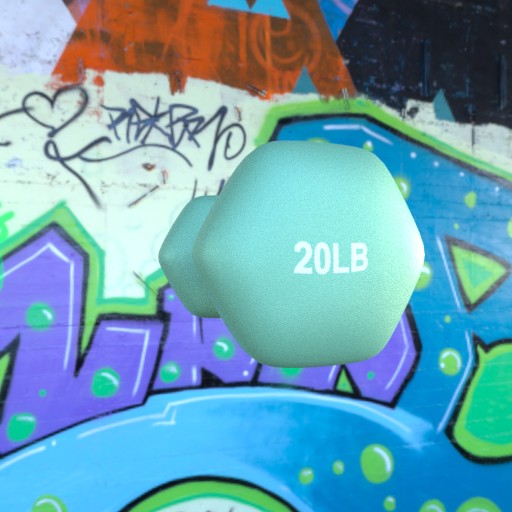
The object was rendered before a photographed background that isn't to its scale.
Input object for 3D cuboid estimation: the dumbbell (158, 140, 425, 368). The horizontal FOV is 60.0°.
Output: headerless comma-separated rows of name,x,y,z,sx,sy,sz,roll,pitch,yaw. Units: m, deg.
dumbbell,0.000,0.000,0.335,0.129,0.117,0.260,0,0,-17
